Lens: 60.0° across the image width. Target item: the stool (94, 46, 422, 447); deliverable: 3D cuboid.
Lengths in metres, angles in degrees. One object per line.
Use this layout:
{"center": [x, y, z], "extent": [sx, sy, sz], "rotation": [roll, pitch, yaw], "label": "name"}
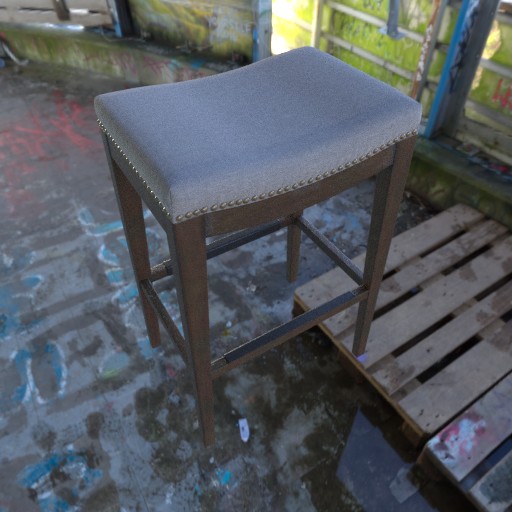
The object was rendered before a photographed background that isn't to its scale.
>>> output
{"center": [0.000, 0.000, 1.015], "extent": [0.508, 0.762, 0.356], "rotation": [-23, 49, -22], "label": "stool"}
